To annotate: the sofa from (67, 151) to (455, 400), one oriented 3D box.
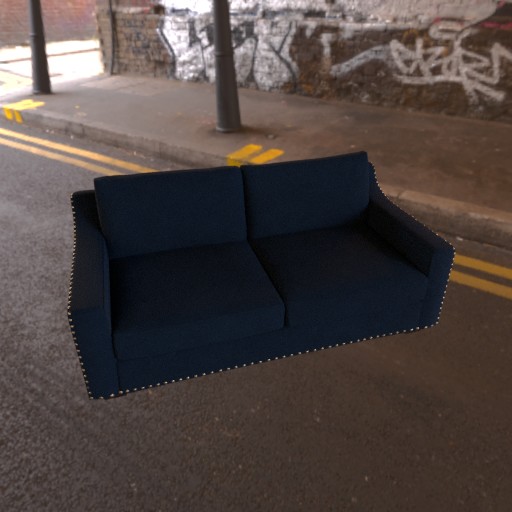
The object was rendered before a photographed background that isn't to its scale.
[{"bbox_3d":[0.000,0.000,2.764,2.107,0.983,1.104,-9,32,-14],"label":"sofa"}]
